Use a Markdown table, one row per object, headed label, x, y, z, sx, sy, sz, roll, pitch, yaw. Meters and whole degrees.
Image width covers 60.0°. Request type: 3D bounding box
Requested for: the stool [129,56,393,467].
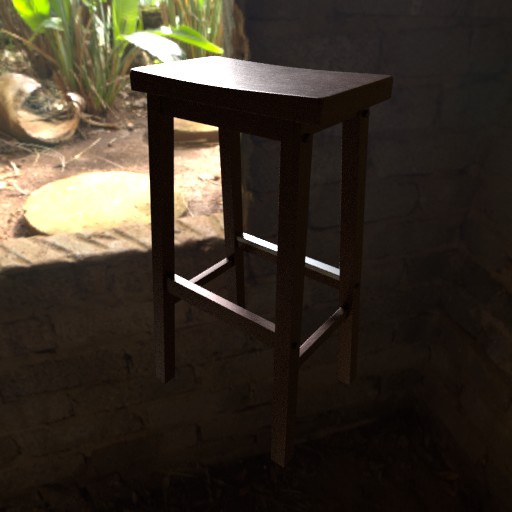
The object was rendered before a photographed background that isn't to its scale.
| label | x | y | z | sx | sy | sz | roll | pitch | yaw |
| --- | --- | --- | --- | --- | --- | --- | --- | --- | --- |
| stool | 0.000 | 0.000 | 0.957 | 0.406 | 0.742 | 0.322 | 22 | 38 | 32 |
